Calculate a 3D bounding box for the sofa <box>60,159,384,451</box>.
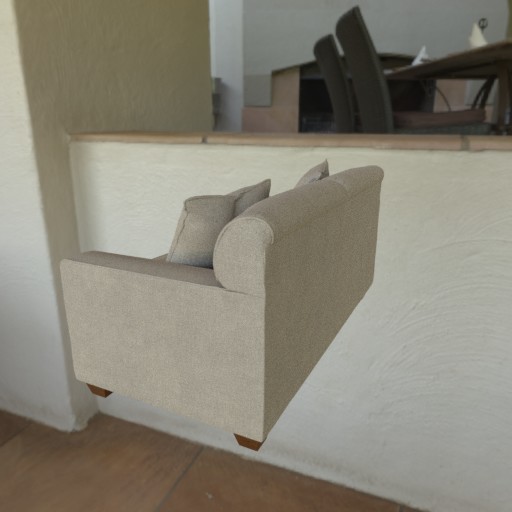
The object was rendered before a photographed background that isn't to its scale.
[{"bbox_3d":[0.000,0.000,2.464,0.998,0.958,1.846,8,19,25],"label":"sofa"}]
